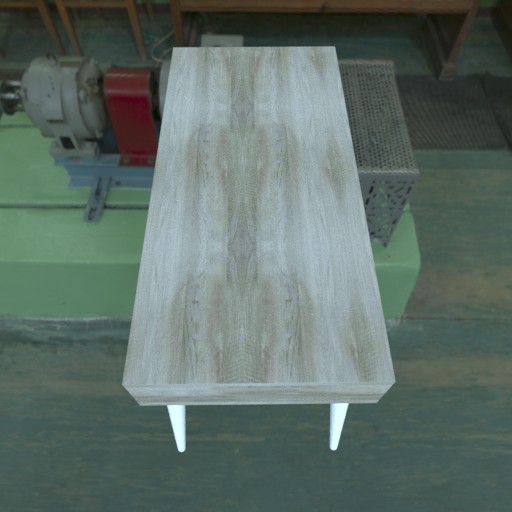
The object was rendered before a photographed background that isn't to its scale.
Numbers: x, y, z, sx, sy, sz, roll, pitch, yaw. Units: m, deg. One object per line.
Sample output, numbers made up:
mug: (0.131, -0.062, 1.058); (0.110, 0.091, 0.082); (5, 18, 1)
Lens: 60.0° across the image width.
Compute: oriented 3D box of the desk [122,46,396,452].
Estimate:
desk: (0.000, 0.000, 1.328); (0.491, 0.723, 0.979); (-1, 57, 0)
